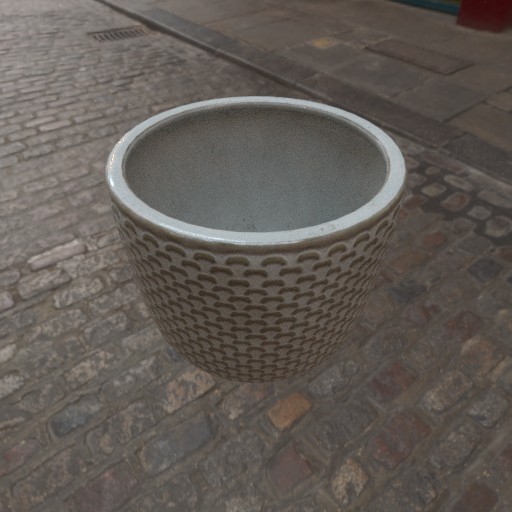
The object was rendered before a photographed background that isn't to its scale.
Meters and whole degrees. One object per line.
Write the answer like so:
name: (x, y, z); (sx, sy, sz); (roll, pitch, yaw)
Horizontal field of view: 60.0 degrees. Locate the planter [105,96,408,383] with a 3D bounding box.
planter: (0.000, 0.000, 0.308); (0.173, 0.160, 0.173); (0, 41, 0)
